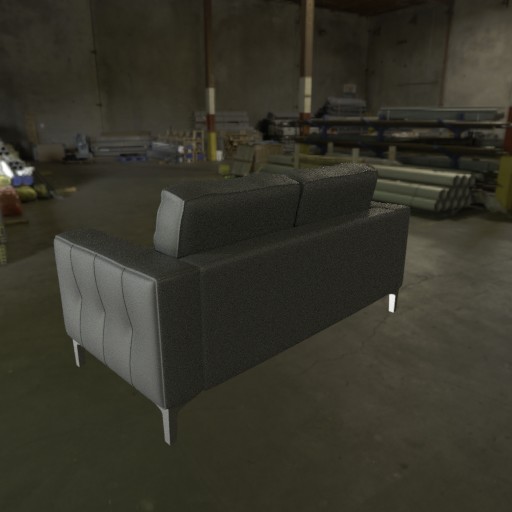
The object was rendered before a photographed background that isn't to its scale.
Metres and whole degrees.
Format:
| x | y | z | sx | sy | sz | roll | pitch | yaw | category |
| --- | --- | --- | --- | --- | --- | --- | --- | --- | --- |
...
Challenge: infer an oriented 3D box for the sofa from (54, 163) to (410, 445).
| x | y | z | sx | sy | sz | roll | pitch | yaw | category |
| --- | --- | --- | --- | --- | --- | --- | --- | --- | --- |
| 0.000 | 0.000 | 2.272 | 0.833 | 0.893 | 1.726 | 16 | 24 | 42 | sofa |
